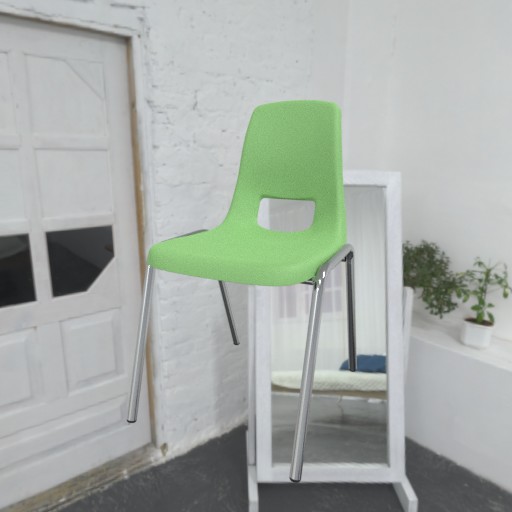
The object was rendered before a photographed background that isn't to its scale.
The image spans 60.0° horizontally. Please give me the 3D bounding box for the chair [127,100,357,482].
[{"bbox_3d":[0.000,0.000,0.931,0.381,0.653,0.436,7,16,26],"label":"chair"}]
